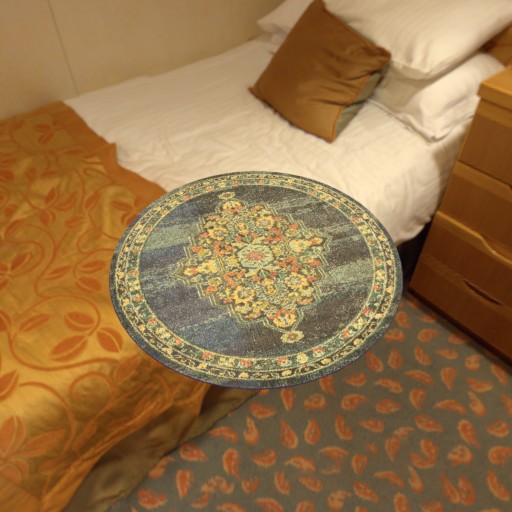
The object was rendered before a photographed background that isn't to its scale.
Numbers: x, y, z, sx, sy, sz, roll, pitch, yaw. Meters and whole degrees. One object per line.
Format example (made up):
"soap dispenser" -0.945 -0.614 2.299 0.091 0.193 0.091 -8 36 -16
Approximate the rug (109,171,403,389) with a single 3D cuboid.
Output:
"rug" 0.000 0.000 3.687 2.386 0.014 2.386 0 46 0
